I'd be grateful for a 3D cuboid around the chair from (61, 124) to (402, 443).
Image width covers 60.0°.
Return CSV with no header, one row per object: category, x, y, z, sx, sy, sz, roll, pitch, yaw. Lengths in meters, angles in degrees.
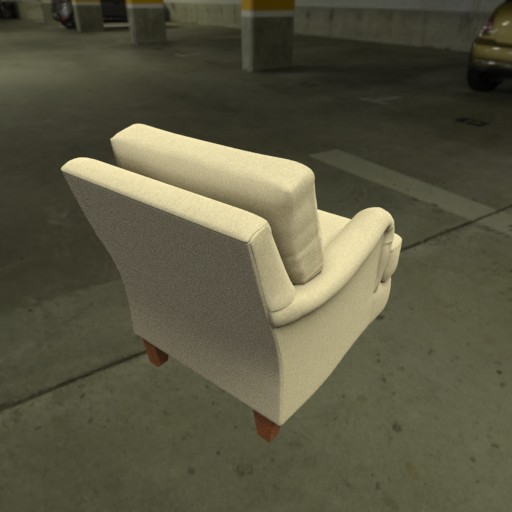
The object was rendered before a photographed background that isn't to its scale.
chair,0.000,0.000,1.843,0.895,1.076,1.078,22,37,33
